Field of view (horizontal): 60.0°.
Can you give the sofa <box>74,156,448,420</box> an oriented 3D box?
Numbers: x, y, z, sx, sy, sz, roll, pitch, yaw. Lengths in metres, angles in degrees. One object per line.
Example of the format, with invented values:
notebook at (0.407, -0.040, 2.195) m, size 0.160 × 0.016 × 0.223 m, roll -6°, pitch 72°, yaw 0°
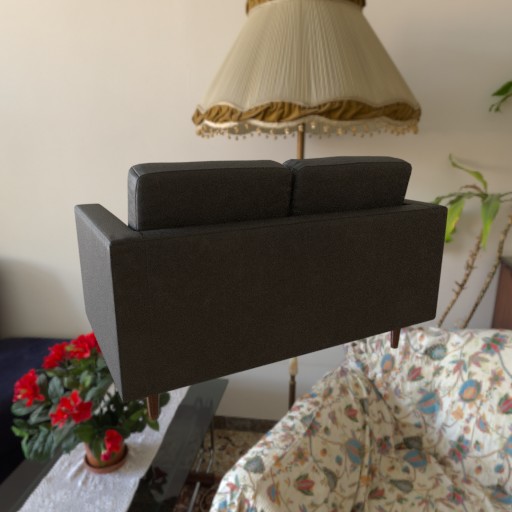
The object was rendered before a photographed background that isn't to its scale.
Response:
sofa at (0.000, 0.000, 2.031) m, size 1.430 × 0.899 × 0.879 m, roll -8°, pitch 17°, yaw -27°
